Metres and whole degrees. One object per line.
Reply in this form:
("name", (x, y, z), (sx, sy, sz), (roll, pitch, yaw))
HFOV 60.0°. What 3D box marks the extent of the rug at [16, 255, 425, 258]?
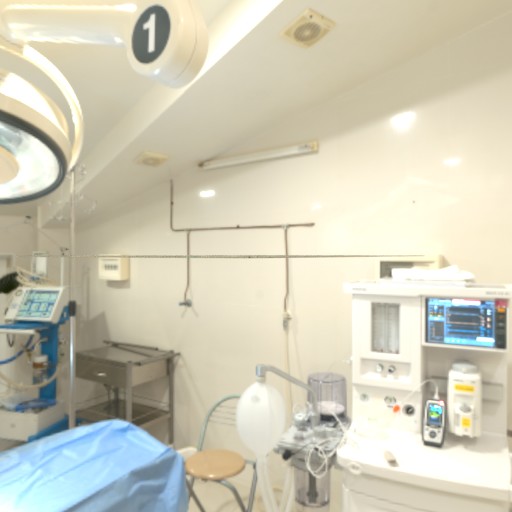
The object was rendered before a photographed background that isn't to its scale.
("rug", (0.000, 0.000, 2.281), (1.229, 0.005, 1.827), (0, 0, 35))
